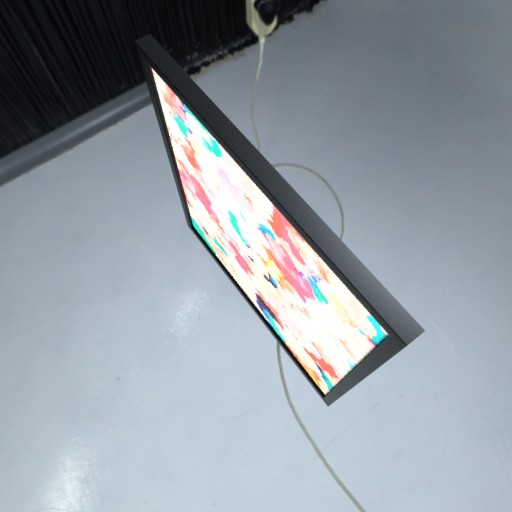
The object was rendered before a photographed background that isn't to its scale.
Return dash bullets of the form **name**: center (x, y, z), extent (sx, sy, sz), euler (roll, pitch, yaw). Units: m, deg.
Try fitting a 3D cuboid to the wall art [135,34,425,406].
- **wall art**: center (0.000, 0.000, 1.095), extent (0.036, 0.755, 0.756), euler (-34, 70, -15)
